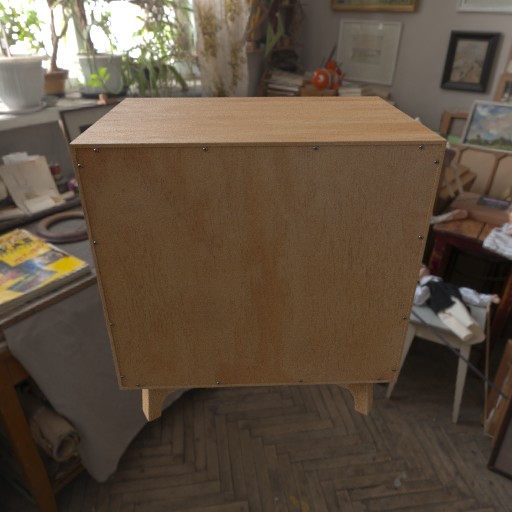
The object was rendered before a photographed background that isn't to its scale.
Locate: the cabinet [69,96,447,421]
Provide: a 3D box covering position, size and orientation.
[{"bbox_3d":[0.000,0.000,0.963,0.551,0.599,0.394,-1,29,-2],"label":"cabinet"}]
